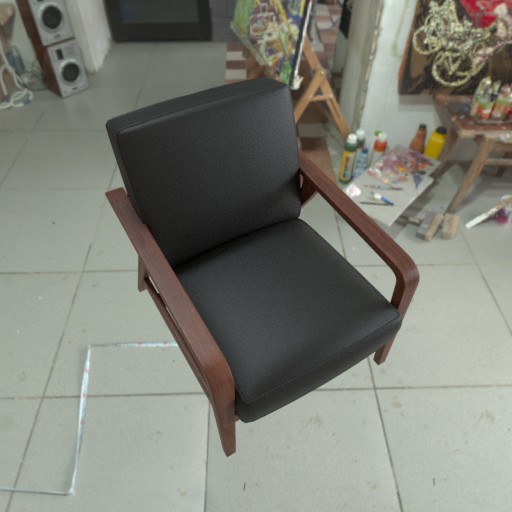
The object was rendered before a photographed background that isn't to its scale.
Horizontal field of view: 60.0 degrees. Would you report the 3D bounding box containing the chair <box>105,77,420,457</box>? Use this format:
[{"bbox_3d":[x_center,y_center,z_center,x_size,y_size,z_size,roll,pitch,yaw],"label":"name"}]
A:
[{"bbox_3d":[0.000,0.000,1.501,0.719,0.861,0.889,-24,51,-21],"label":"chair"}]
